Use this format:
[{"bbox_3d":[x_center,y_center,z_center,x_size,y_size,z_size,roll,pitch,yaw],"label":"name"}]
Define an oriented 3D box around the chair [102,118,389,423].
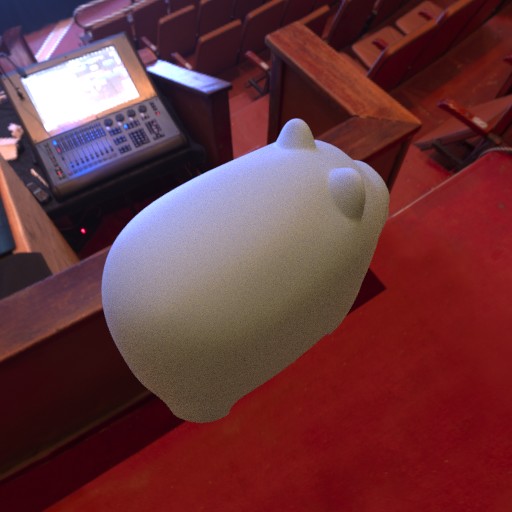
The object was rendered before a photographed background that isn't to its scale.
[{"bbox_3d":[0.000,0.000,0.858,0.619,0.423,0.364,-32,65,-17],"label":"chair"}]
